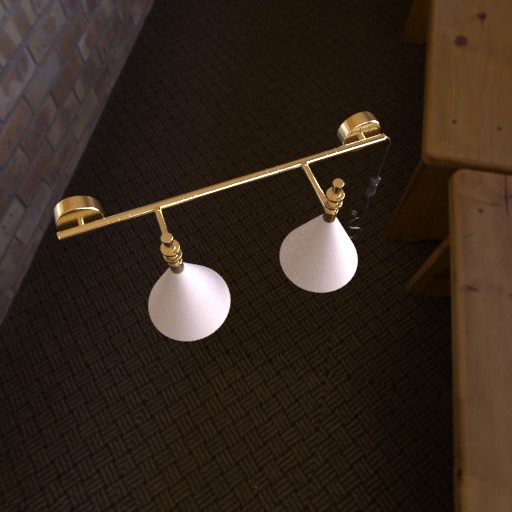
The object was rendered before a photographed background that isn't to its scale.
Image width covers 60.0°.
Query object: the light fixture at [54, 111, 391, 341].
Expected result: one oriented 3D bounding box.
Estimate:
[{"bbox_3d":[0.000,0.000,0.887,0.642,0.468,0.239,-19,64,-9],"label":"light fixture"}]
